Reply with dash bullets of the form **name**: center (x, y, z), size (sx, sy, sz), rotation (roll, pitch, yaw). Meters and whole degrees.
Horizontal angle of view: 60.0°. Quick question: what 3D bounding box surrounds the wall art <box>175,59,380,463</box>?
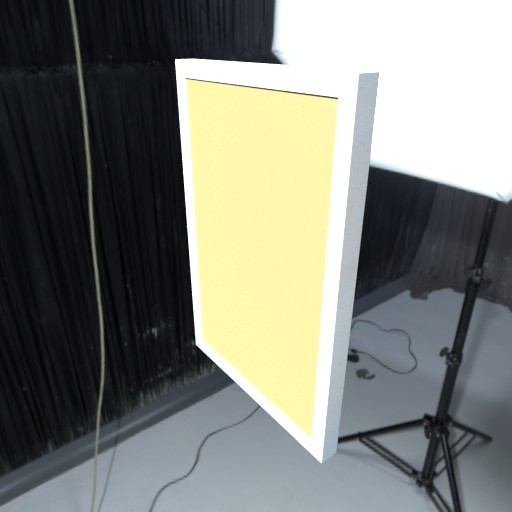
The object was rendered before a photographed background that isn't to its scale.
- **wall art**: center (0.000, 0.000, 0.768), size (0.038, 0.611, 0.408), rotation (-19, 32, -33)
